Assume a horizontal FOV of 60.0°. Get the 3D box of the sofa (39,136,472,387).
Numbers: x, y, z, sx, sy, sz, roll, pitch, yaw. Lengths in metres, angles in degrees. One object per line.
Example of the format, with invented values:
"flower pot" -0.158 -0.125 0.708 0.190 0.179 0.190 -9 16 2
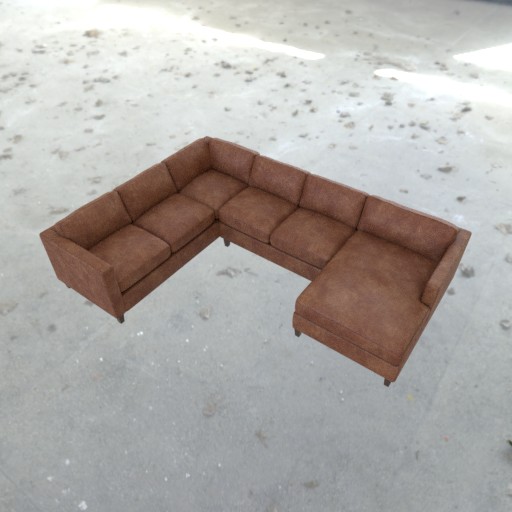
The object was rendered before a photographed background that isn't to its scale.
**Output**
"sofa" 0.000 0.000 4.400 3.324 0.888 2.452 26 48 26
